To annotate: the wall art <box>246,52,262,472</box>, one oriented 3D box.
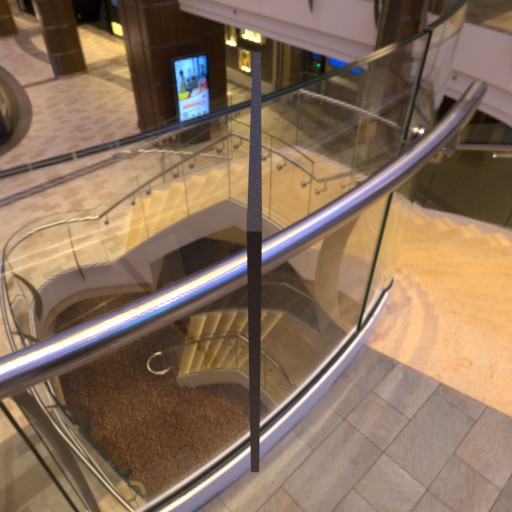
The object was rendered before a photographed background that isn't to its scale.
[{"bbox_3d":[0.000,0.000,1.203,0.022,0.807,0.807,0,41,0],"label":"wall art"}]
